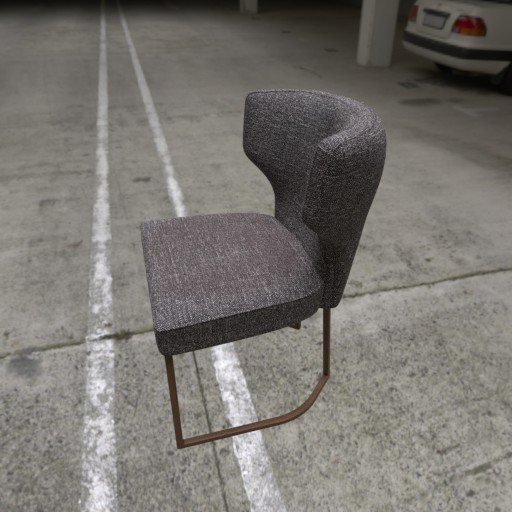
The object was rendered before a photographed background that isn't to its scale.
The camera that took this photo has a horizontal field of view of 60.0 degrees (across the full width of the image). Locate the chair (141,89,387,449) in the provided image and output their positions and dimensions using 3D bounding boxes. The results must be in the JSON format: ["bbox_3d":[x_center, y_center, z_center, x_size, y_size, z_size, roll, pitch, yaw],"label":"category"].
[{"bbox_3d":[0.000,0.000,1.266,0.617,0.824,0.611,-8,31,-14],"label":"chair"}]
